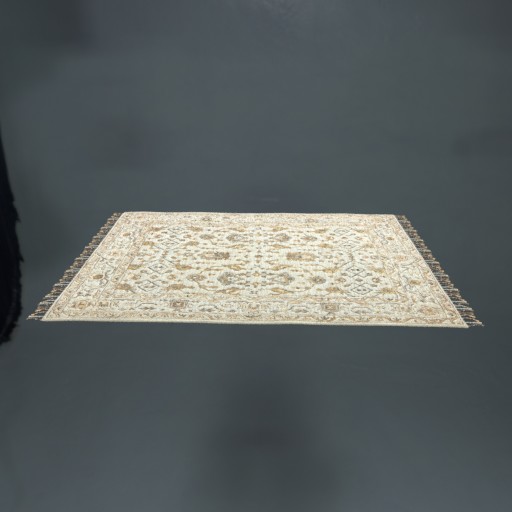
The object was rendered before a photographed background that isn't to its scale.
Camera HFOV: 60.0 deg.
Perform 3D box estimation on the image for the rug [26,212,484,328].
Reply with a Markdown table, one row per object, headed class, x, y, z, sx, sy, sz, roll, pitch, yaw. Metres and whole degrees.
| class | x | y | z | sx | sy | sz | roll | pitch | yaw |
| --- | --- | --- | --- | --- | --- | --- | --- | --- | --- |
| rug | 0.000 | 0.000 | 3.012 | 2.434 | 0.027 | 1.529 | 1 | 28 | 1 |
